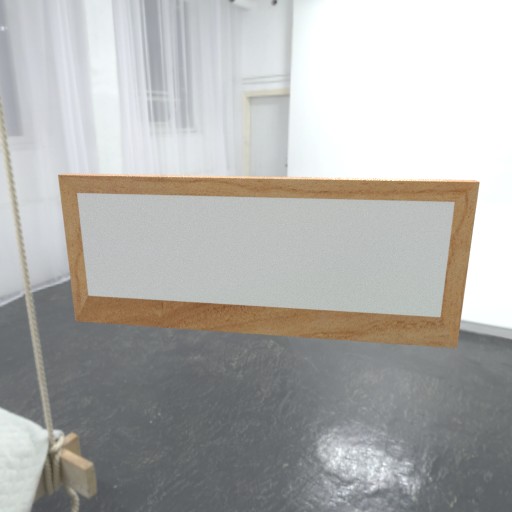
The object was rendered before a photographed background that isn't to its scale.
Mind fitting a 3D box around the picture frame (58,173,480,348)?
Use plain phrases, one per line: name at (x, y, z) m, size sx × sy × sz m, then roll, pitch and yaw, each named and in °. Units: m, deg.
picture frame at (0.000, 0.000, 0.660) m, size 0.582 × 0.234 × 0.045 m, roll 3°, pitch 16°, yaw 9°
